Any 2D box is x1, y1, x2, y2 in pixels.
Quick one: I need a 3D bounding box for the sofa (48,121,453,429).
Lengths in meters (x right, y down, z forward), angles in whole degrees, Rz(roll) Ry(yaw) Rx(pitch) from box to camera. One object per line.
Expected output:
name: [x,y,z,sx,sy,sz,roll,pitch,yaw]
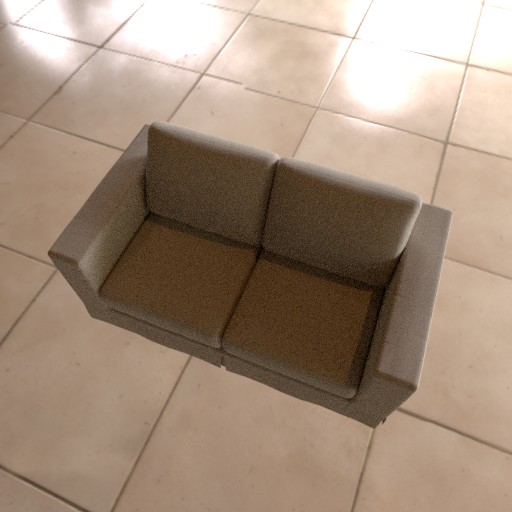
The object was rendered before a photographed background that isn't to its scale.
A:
sofa: [0.000,0.000,2.375,1.813,0.932,1.009,18,60,11]
